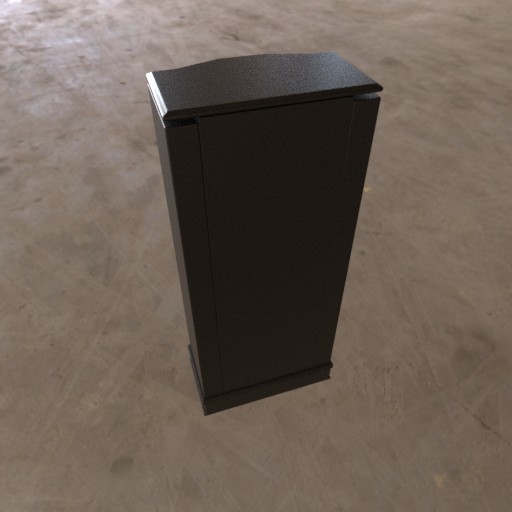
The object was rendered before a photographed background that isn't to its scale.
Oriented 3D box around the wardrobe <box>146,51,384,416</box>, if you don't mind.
[{"bbox_3d":[0.000,0.000,1.240,0.444,1.011,0.295,-12,44,-13],"label":"wardrobe"}]
